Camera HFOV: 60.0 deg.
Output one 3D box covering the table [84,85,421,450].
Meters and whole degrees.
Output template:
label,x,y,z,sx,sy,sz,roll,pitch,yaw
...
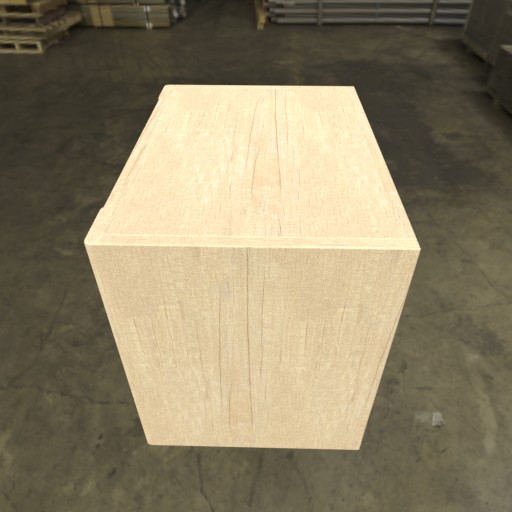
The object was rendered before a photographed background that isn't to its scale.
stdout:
label,x,y,z,sx,sy,sz,roll,pitch,yaw
table,0.000,0.000,0.929,0.420,0.510,0.570,1,40,1
